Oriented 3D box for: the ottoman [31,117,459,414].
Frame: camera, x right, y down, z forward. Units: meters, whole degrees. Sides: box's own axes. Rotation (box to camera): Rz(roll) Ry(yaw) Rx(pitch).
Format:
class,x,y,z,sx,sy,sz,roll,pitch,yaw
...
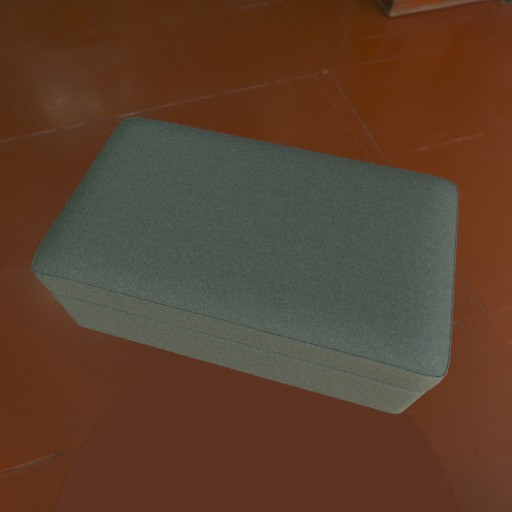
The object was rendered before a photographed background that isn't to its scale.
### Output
class,x,y,z,sx,sy,sz,roll,pitch,yaw
ottoman,0.000,0.000,1.499,1.173,0.494,0.681,14,59,8
